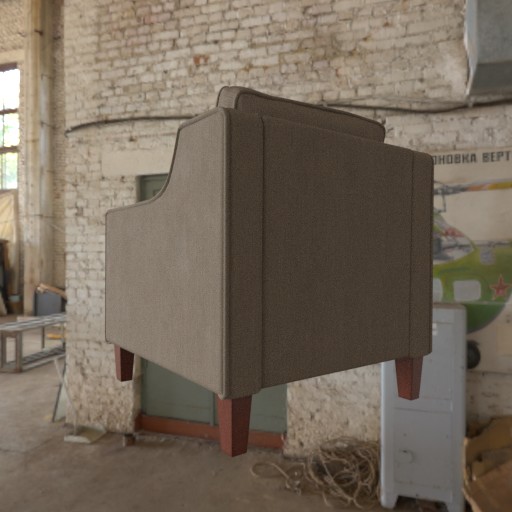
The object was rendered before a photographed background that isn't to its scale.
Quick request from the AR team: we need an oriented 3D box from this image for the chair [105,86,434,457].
[{"bbox_3d":[0.000,0.000,1.615,0.831,0.960,0.909,0,0,-36],"label":"chair"}]
